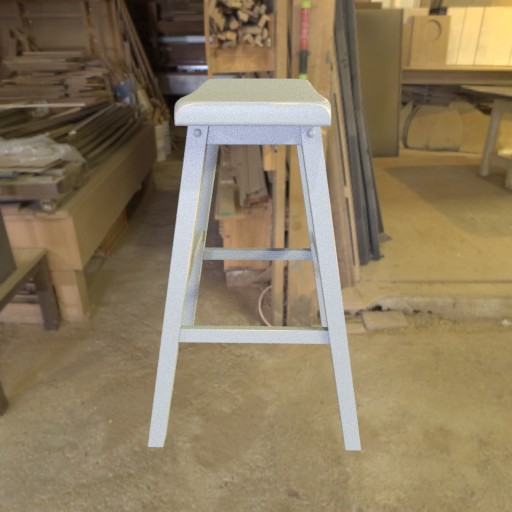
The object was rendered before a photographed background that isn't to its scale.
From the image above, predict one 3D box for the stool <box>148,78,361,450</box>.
[{"bbox_3d":[0.000,0.000,1.033,0.476,0.737,0.457,1,26,1],"label":"stool"}]
